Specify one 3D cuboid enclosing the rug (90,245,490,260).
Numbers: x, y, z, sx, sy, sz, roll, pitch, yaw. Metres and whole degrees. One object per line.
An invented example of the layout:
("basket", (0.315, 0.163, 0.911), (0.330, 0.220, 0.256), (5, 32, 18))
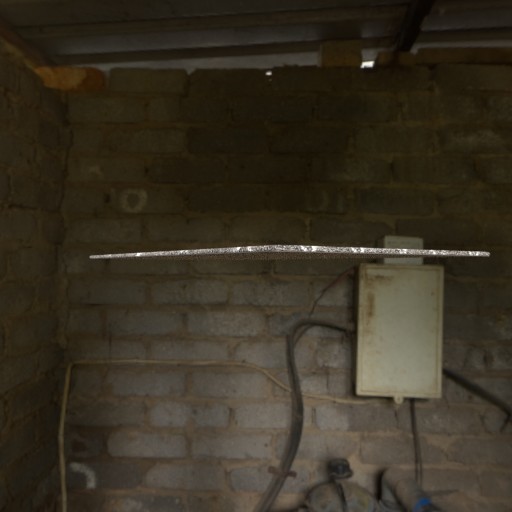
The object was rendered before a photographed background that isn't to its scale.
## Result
("rug", (0.000, 0.000, 3.458), (1.778, 0.030, 2.743), (1, -1, -36))
